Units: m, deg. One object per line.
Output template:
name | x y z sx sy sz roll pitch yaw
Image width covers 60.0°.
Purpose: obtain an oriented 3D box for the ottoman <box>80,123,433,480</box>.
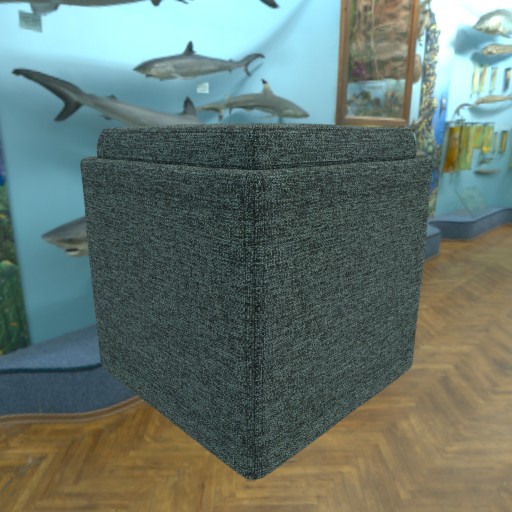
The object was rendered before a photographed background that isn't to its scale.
ottoman | 0.000 0.000 0.812 0.450 0.463 0.450 -15 21 -42
